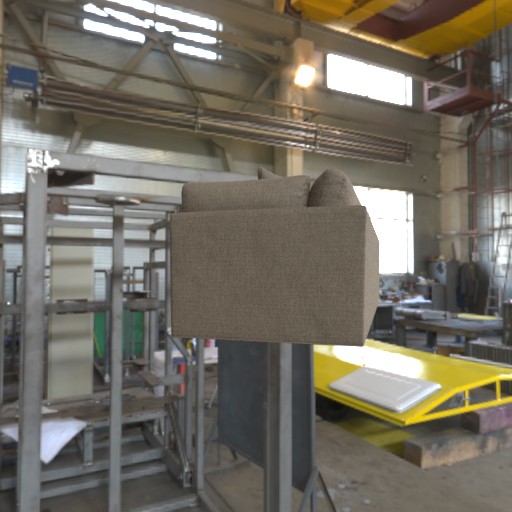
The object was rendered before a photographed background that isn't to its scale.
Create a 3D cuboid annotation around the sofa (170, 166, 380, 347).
[{"bbox_3d":[0.000,0.000,3.796,1.994,0.978,2.896,0,-2,17],"label":"sofa"}]
